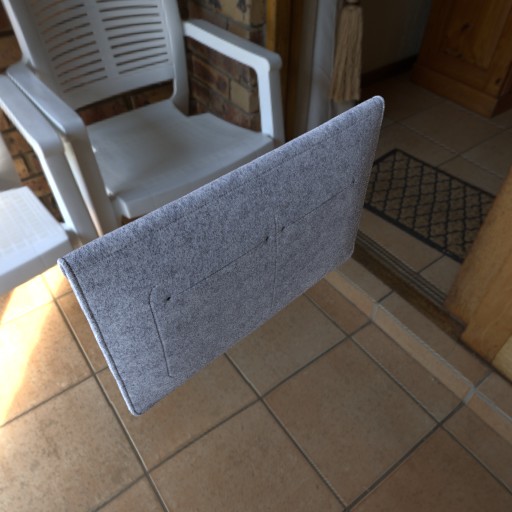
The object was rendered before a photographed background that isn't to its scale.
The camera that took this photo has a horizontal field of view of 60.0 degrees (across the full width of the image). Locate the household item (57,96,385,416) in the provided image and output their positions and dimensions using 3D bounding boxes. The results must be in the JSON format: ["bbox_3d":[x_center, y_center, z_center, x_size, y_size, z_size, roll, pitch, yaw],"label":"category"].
[{"bbox_3d":[0.000,0.000,0.439,0.335,0.221,0.057,-33,55,-28],"label":"household item"}]
